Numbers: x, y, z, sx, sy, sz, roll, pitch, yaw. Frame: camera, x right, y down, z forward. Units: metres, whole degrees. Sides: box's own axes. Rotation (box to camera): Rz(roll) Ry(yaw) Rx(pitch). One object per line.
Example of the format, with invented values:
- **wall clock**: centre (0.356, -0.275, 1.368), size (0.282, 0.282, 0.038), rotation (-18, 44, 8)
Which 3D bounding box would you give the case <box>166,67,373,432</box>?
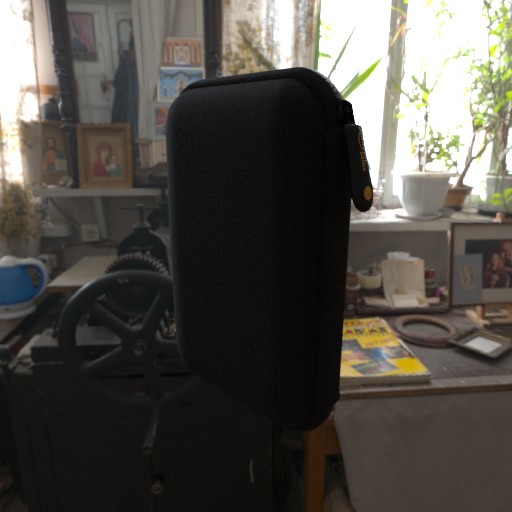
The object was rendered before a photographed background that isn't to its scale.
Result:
- **case**: centre (0.000, 0.000, 0.192), size (0.030, 0.147, 0.107), rotation (-15, 21, -43)
